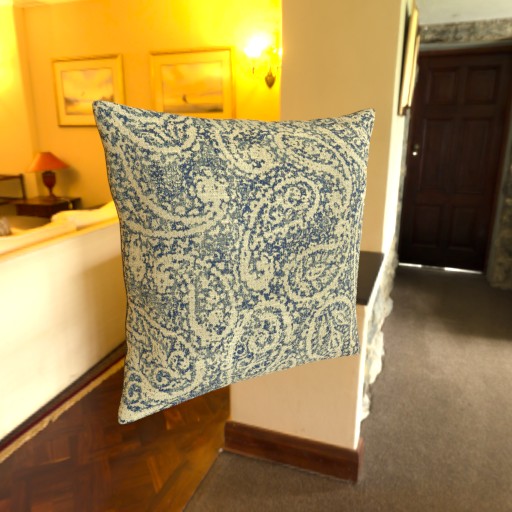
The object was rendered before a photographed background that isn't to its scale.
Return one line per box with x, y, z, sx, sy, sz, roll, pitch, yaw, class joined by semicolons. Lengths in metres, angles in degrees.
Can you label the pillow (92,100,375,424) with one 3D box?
0.000;0.000;0.788;0.523;0.510;0.166;-9;18;-28;pillow
